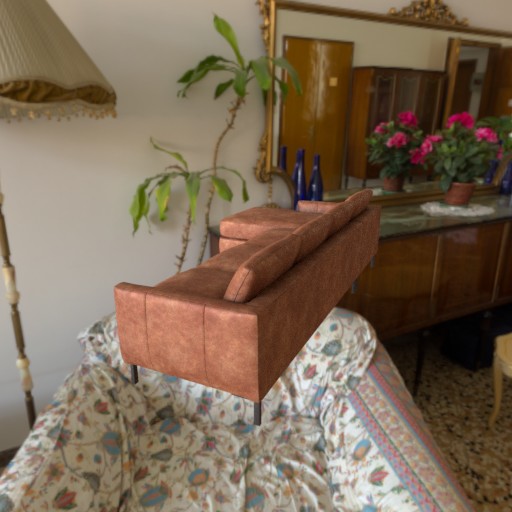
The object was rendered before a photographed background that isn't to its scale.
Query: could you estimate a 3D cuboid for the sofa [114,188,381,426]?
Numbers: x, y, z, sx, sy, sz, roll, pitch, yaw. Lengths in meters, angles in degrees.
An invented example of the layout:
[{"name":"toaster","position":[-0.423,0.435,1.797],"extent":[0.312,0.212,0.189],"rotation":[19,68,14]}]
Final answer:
[{"name":"sofa","position":[0.000,0.000,3.697],"extent":[1.471,0.859,2.993],"rotation":[8,19,25]}]
